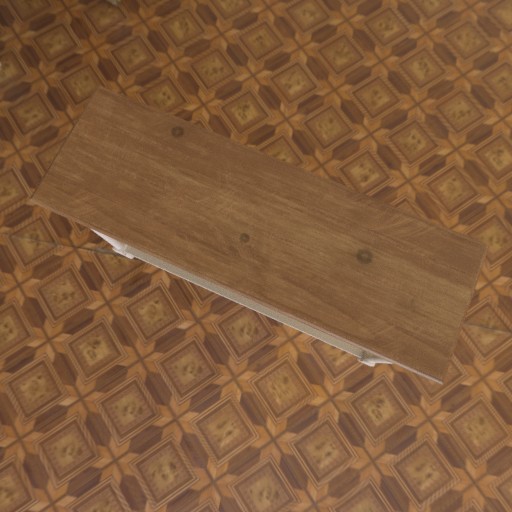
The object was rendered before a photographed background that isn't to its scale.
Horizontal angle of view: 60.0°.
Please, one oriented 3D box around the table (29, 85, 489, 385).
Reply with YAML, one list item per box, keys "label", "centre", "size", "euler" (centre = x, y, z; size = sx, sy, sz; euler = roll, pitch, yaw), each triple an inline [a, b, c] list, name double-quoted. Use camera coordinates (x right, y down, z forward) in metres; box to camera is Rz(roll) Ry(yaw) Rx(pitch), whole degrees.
- label: "table"
  centre: [0.000, 0.000, 1.604]
  size: [1.219, 0.800, 0.399]
  euler: [24, 78, 5]
